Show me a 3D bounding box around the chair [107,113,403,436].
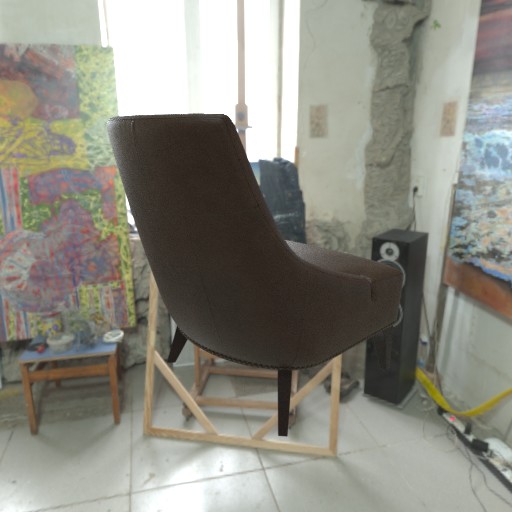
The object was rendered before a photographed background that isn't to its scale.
[{"bbox_3d":[0.000,0.000,1.521,0.861,0.909,0.701,-15,21,-42],"label":"chair"}]
